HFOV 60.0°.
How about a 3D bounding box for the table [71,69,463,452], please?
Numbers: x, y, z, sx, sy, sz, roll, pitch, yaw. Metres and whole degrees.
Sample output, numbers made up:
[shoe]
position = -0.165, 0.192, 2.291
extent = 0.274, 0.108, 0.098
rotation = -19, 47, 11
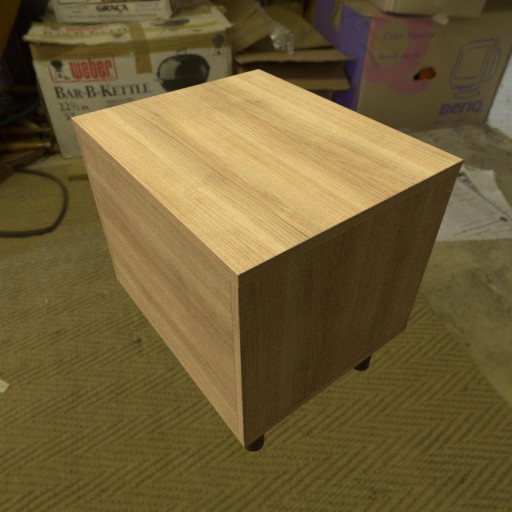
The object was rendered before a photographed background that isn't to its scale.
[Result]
[table]
position = 0.000, 0.000, 0.790
extent = 0.380, 0.460, 0.445
rotation = -27, 48, -27
